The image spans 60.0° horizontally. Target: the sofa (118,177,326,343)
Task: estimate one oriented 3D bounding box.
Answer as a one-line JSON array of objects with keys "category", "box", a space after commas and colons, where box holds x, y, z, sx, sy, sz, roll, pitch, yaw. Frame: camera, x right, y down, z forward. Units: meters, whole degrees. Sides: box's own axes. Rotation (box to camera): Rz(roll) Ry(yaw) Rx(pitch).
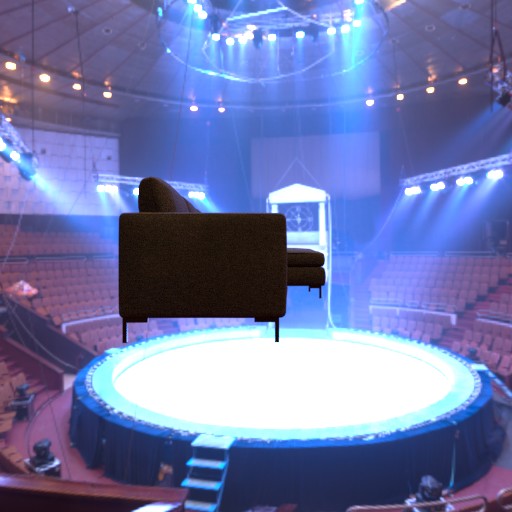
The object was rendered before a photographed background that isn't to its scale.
[{"category": "sofa", "box": [0.000, 0.000, 3.519, 1.350, 0.810, 2.932, 0, 0, -1]}]
